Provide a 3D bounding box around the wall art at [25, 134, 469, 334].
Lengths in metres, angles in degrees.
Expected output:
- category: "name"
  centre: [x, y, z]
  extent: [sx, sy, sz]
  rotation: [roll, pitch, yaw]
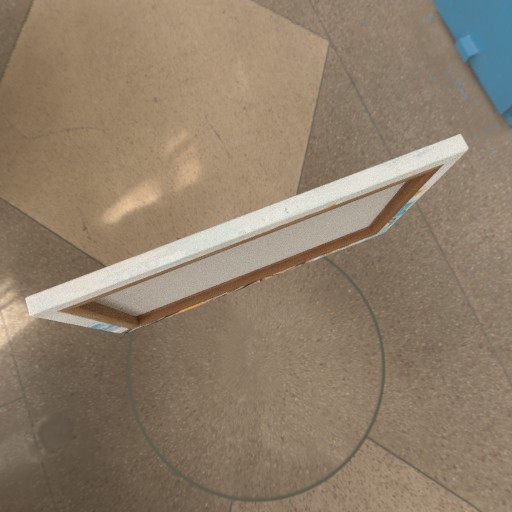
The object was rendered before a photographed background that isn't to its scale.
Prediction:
- category: "wall art"
  centre: [0.000, 0.000, 1.155]
  extent: [0.913, 0.609, 0.038]
  rotation: [-21, 78, -5]
